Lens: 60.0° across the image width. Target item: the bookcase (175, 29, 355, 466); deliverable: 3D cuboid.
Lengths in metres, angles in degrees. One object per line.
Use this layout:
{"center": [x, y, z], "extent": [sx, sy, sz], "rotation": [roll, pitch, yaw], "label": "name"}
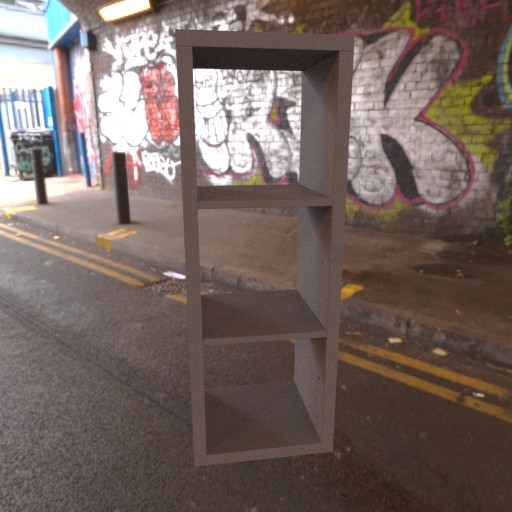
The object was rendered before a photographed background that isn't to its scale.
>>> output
{"center": [0.000, 0.000, 1.246], "extent": [0.390, 1.080, 0.330], "rotation": [-2, 15, -8], "label": "bookcase"}
